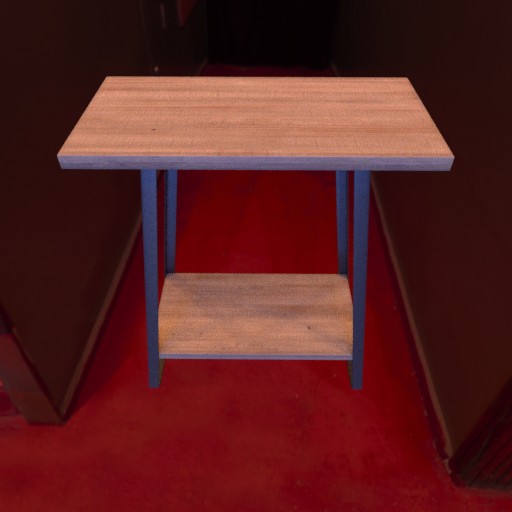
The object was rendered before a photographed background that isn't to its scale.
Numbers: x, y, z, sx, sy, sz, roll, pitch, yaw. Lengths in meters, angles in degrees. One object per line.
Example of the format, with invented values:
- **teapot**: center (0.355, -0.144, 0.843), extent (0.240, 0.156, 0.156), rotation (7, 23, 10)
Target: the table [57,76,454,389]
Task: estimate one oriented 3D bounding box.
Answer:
- **table**: center (0.000, 0.000, 1.016), extent (0.599, 0.701, 0.300), rotation (0, 44, 0)
